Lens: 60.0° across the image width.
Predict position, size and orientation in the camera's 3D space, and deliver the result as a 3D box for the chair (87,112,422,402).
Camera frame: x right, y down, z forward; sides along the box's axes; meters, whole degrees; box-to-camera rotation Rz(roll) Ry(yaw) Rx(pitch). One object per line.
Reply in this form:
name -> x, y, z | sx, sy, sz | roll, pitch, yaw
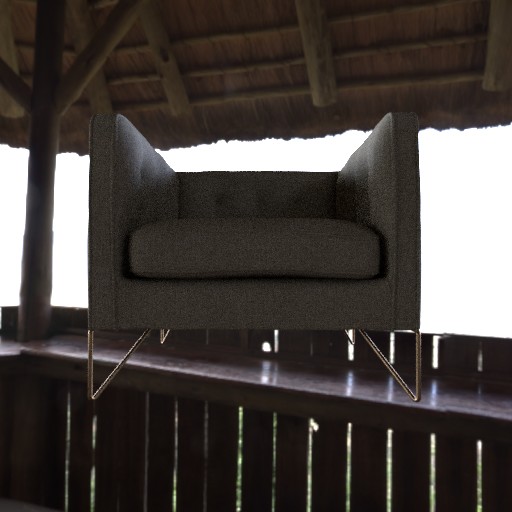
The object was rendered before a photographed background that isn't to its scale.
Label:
chair -> 0.000, 0.000, 1.623 | 0.920, 0.799, 0.912 | 0, -1, 1
